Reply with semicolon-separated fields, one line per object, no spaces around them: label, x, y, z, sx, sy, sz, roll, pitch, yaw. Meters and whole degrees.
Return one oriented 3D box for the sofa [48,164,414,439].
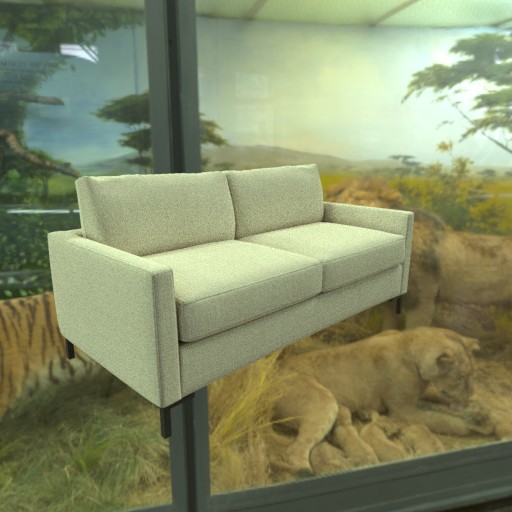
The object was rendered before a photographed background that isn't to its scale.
sofa;0.000;0.000;2.139;1.651;0.812;0.839;-14;20;-43
